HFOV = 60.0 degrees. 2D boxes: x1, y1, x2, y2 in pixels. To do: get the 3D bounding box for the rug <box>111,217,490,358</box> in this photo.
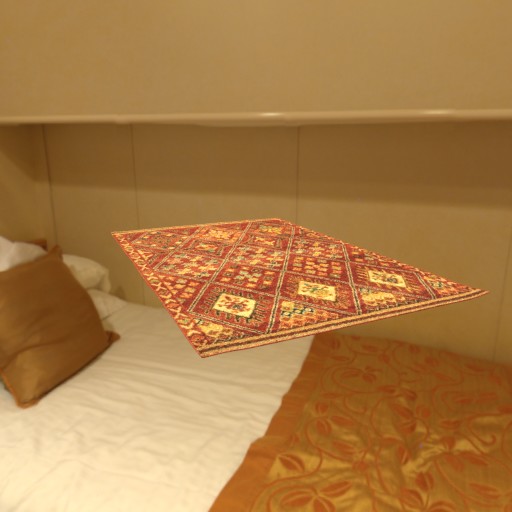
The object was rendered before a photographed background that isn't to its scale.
[{"bbox_3d":[0.000,0.000,2.901,1.521,0.026,2.286,-7,17,-24],"label":"rug"}]
